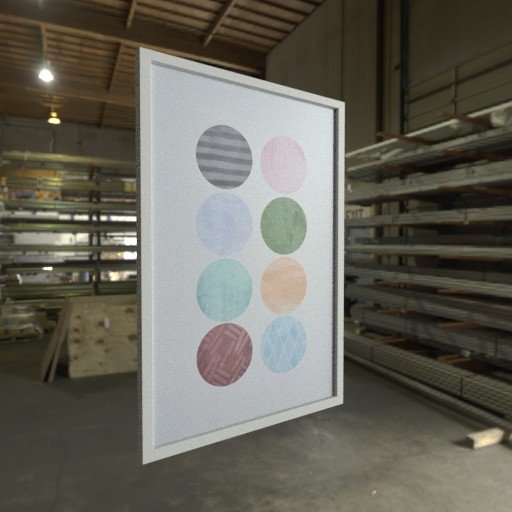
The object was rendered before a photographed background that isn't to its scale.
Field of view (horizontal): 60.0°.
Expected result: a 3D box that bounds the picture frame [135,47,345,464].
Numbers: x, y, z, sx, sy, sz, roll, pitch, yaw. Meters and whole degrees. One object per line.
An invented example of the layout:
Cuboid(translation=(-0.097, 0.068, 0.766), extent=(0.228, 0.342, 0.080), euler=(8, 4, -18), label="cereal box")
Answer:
Cuboid(translation=(0.000, 0.000, 0.555), extent=(0.305, 0.434, 0.013), euler=(-1, 2, -36), label="picture frame")
